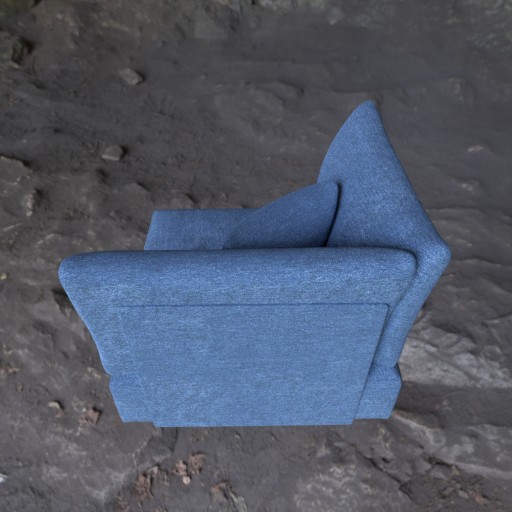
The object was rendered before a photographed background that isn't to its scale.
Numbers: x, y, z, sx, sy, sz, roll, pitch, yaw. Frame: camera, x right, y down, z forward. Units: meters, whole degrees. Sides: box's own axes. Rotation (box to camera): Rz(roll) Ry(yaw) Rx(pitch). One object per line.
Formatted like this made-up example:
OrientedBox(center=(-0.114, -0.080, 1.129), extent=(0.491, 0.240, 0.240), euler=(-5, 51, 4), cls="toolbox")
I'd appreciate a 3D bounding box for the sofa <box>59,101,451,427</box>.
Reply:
OrientedBox(center=(0.000, 0.000, 1.689), extent=(1.000, 0.820, 1.000), euler=(-1, 42, -1), cls="sofa")
